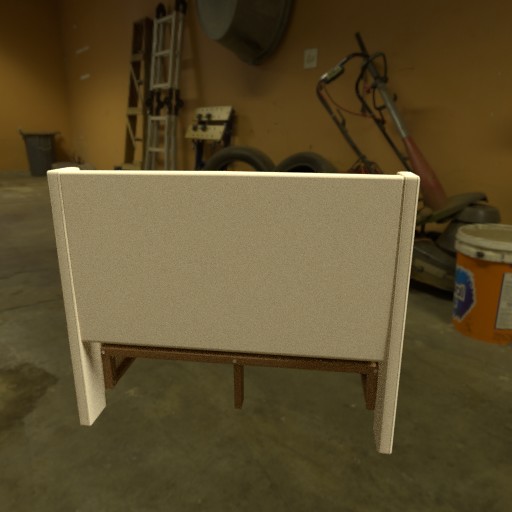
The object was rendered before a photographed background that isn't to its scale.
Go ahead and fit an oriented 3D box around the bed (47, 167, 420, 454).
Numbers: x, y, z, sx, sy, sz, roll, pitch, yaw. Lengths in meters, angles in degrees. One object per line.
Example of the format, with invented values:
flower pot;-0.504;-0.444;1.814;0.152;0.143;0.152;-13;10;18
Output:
bed;0.000;0.000;3.336;1.765;1.471;2.280;2;17;7
